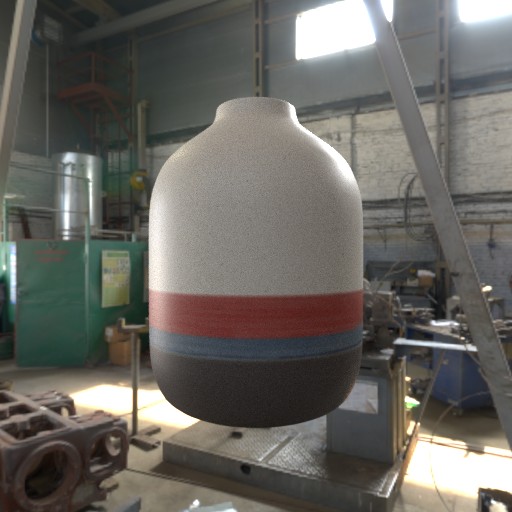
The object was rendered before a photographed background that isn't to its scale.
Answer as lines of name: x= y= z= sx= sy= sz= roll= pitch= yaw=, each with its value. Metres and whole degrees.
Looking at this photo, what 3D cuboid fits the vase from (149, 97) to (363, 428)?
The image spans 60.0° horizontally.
vase: x=0.000 y=0.000 z=0.360 sx=0.169 sy=0.237 sz=0.169 roll=0 pitch=0 yaw=0
